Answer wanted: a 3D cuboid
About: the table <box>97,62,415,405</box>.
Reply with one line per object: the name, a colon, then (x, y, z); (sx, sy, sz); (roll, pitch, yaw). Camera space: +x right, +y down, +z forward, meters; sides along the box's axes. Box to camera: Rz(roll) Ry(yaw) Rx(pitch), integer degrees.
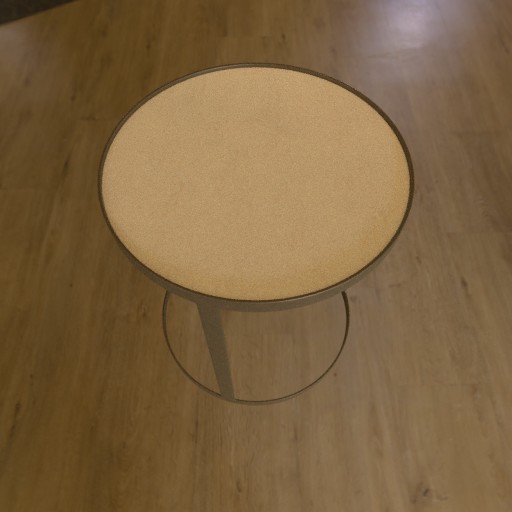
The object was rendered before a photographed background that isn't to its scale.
table: (0.000, 0.000, 0.922); (0.480, 0.565, 0.480); (0, 59, 0)
